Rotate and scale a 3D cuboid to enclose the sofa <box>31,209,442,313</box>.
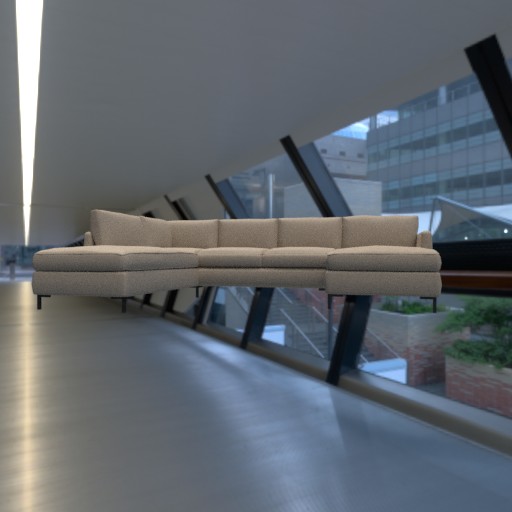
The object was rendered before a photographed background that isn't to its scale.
[{"bbox_3d":[0.000,0.000,3.585,2.737,0.756,1.879,0,0,17],"label":"sofa"}]
